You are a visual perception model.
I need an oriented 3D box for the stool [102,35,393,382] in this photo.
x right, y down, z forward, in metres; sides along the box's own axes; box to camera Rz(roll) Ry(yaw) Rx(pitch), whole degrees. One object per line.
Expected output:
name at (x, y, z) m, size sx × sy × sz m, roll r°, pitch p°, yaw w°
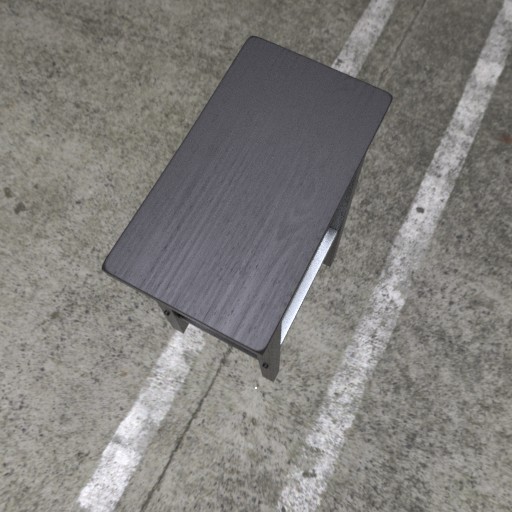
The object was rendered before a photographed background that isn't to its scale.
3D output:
stool at (0.000, 0.000, 0.942) m, size 0.322 × 0.742 × 0.406 m, roll 27°, pitch 75°, yaw 8°
